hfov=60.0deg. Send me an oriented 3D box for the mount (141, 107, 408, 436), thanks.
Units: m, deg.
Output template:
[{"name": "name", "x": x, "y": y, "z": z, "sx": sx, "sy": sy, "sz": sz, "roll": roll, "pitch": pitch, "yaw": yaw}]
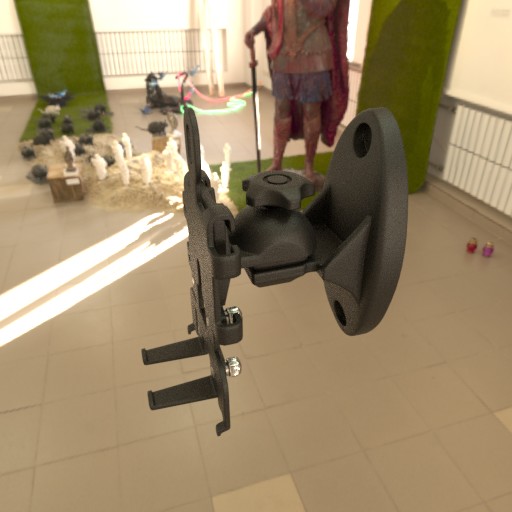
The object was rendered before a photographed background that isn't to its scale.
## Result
[{"name": "mount", "x": 0.000, "y": 0.000, "z": 0.177, "sx": 0.100, "sy": 0.118, "sz": 0.066, "roll": -10, "pitch": 33, "yaw": -15}]
